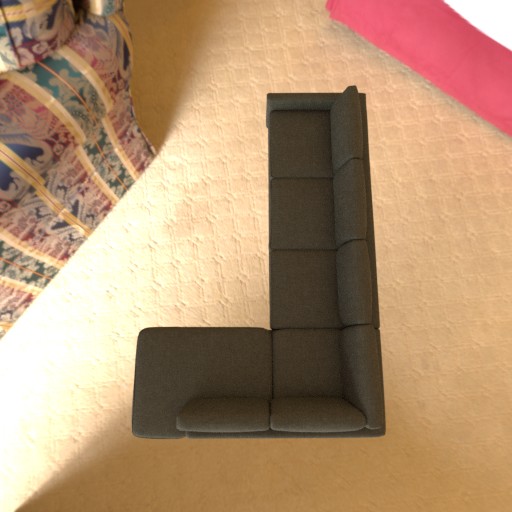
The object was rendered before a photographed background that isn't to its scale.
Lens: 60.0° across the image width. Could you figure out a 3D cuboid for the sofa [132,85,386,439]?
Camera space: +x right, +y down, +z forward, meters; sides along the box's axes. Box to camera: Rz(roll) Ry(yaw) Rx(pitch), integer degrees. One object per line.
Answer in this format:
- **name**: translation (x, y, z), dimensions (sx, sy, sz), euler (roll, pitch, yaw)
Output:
- **sofa**: translation (0.000, 0.000, 3.848), dimensions (1.984, 0.858, 2.972), euler (0, 77, 0)
